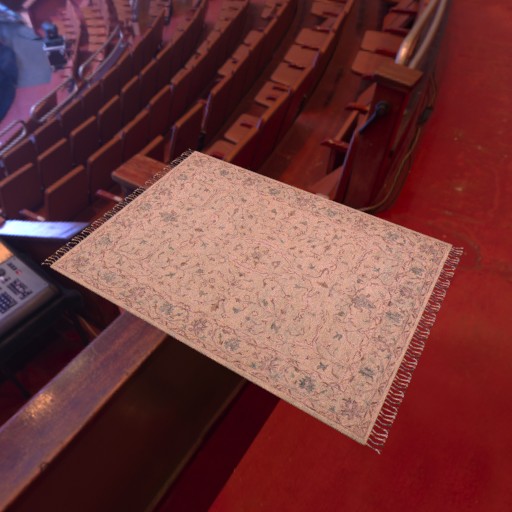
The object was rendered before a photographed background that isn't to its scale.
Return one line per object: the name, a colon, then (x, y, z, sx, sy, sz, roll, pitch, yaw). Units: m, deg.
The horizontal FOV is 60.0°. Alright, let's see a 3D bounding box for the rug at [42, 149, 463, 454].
rug: (0.000, 0.000, 2.284, 1.802, 0.008, 1.247, 24, 51, 21)
